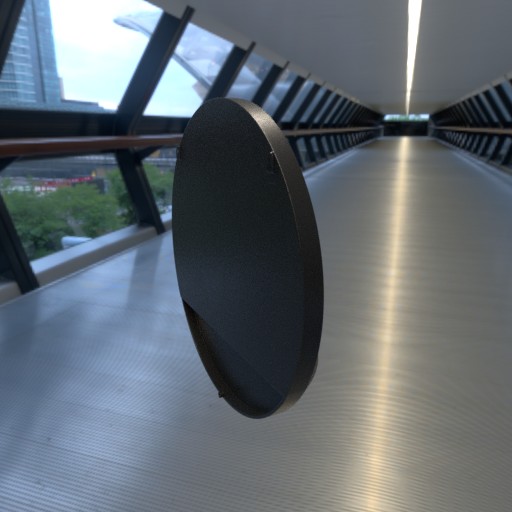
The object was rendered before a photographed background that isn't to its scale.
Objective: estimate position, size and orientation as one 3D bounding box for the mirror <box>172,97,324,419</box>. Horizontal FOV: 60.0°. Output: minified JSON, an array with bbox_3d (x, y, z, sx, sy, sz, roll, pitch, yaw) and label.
[{"bbox_3d":[0.000,0.000,0.685,0.133,0.457,0.457,-8,17,-27],"label":"mirror"}]
